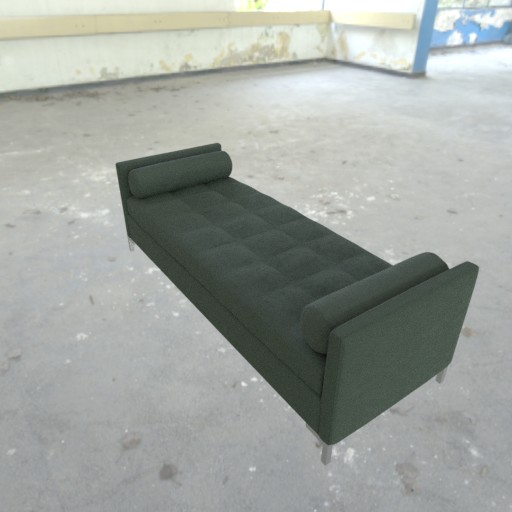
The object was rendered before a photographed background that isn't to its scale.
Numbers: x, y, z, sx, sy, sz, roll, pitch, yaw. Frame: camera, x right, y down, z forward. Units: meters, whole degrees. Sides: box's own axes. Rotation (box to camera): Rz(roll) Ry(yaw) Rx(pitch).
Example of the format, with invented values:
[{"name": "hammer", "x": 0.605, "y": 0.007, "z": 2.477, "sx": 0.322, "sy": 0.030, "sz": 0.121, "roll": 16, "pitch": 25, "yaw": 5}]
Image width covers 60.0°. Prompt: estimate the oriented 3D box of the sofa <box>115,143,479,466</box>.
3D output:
[{"name": "sofa", "x": 0.000, "y": 0.000, "z": 2.488, "sx": 0.797, "sy": 0.657, "sz": 2.102, "roll": -20, "pitch": 36, "yaw": -29}]
